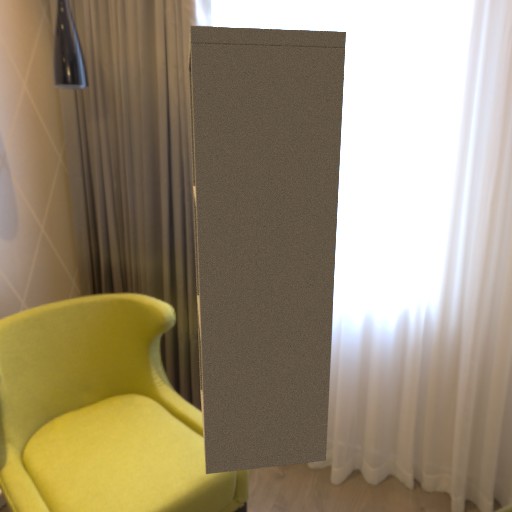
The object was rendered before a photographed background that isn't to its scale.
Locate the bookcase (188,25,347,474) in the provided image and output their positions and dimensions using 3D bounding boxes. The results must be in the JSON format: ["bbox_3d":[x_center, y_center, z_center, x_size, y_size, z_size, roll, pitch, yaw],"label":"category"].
[{"bbox_3d":[0.000,0.000,1.244,0.330,1.080,0.390,-2,15,-9],"label":"bookcase"}]
